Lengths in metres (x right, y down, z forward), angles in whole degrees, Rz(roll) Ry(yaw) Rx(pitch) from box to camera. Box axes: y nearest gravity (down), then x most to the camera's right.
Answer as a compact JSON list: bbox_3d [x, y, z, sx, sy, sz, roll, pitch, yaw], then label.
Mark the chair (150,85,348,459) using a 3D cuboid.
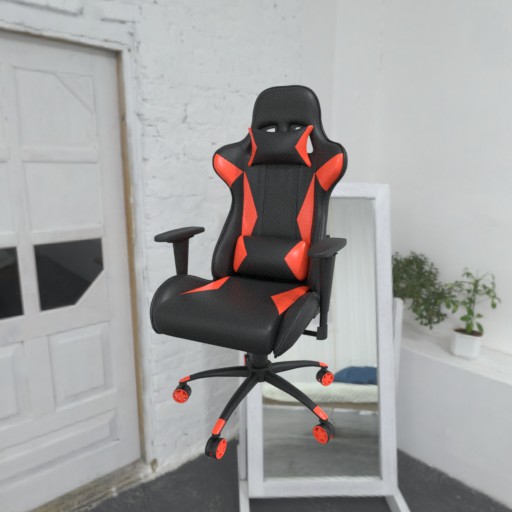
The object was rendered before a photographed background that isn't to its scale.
[{"bbox_3d":[0.000,0.000,1.669,0.695,1.282,0.730,6,14,25],"label":"chair"}]
